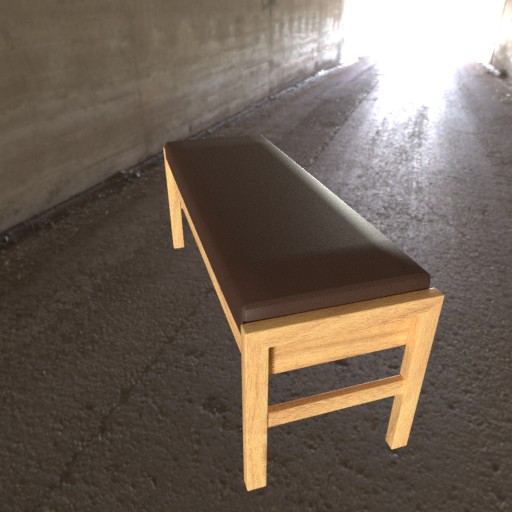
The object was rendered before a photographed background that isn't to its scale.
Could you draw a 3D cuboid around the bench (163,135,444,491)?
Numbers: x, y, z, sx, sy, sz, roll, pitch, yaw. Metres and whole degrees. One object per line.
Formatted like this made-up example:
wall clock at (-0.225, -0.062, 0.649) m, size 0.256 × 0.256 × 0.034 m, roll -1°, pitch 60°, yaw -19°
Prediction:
bench at (0.000, 0.000, 1.412) m, size 0.405 × 0.480 × 1.200 m, roll -9°, pitch 31°, yaw -15°
